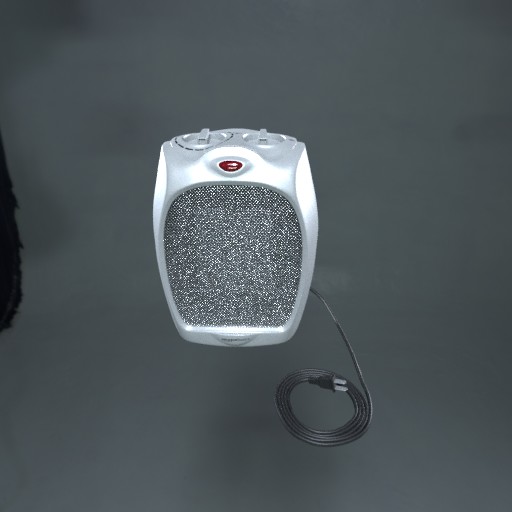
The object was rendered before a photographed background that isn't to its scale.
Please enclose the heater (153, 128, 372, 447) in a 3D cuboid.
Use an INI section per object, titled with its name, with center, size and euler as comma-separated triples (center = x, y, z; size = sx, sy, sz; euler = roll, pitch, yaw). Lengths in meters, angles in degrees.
[heater]
center = 0.000, 0.000, 0.475
size = 0.239, 0.240, 0.291
euler = 1, 29, 1
